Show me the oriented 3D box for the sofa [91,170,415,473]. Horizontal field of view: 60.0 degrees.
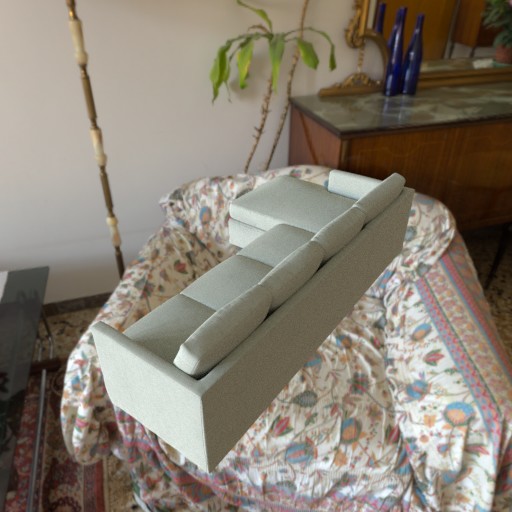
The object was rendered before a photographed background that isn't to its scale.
[{"bbox_3d":[0.000,0.000,3.908,1.650,0.922,3.205,22,39,30],"label":"sofa"}]
